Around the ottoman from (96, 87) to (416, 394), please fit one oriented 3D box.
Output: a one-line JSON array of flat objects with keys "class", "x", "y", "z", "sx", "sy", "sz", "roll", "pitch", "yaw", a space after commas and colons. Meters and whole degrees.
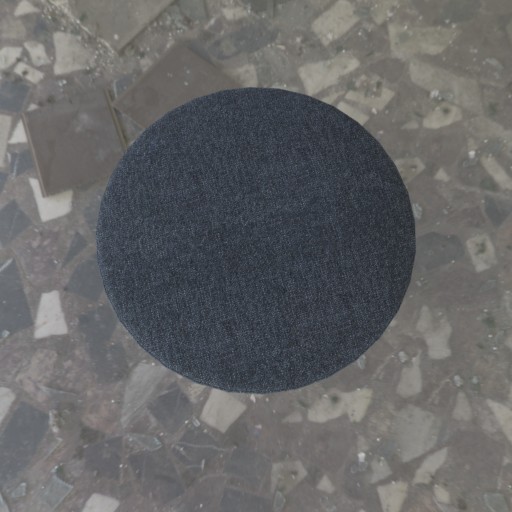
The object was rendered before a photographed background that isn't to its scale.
[{"class": "ottoman", "x": 0.000, "y": 0.000, "z": 0.867, "sx": 0.500, "sy": 0.419, "sz": 0.500, "roll": 0, "pitch": 76, "yaw": 0}]
